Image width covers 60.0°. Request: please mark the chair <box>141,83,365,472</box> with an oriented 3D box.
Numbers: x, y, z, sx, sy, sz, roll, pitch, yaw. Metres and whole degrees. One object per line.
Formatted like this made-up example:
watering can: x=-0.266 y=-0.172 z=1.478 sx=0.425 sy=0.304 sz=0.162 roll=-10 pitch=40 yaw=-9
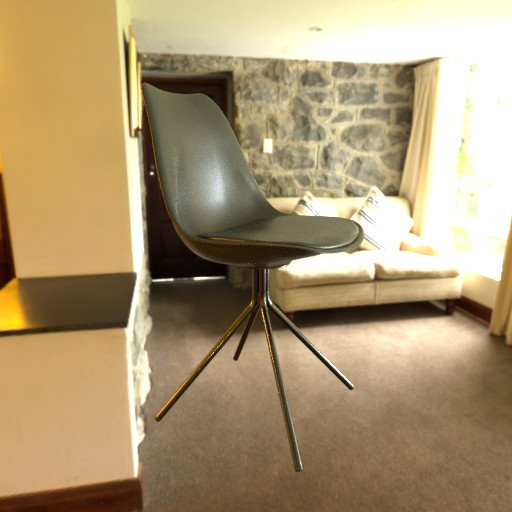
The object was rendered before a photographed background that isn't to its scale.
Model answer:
chair: x=0.000 y=0.000 z=1.151 sx=0.525 sy=0.850 sz=0.461 roll=7 pitch=15 yaw=28
